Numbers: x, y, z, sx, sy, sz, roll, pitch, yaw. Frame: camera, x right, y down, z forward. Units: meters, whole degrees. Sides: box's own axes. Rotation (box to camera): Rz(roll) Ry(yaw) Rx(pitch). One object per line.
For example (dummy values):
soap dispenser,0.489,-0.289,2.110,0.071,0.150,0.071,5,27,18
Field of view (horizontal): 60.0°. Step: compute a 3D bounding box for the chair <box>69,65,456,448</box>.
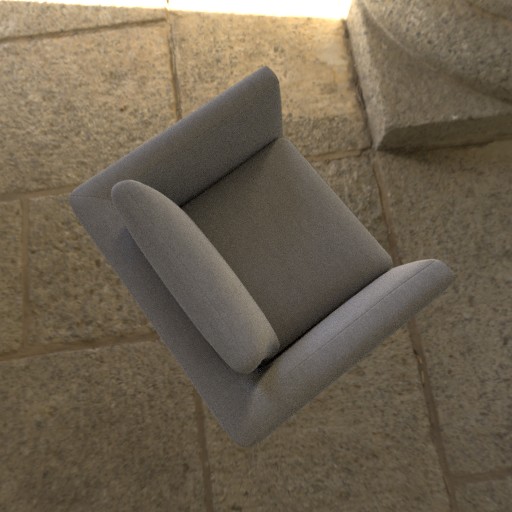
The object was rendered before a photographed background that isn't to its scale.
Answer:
chair,0.000,0.000,1.720,0.889,0.864,1.041,-36,78,-9
